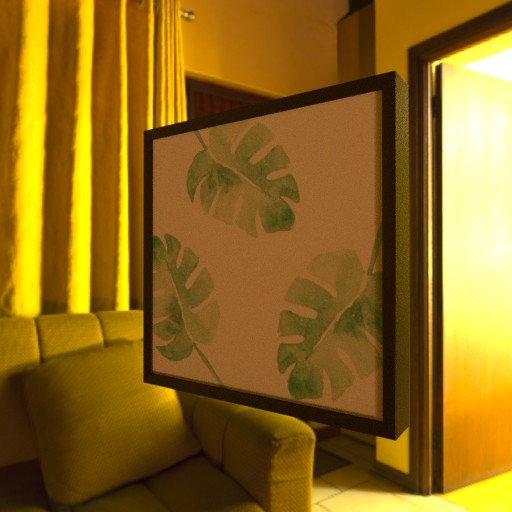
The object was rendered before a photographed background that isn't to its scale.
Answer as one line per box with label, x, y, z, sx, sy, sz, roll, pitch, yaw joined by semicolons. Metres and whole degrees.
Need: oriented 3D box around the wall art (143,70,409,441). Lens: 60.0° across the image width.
wall art;0.000;0.000;0.465;0.304;0.304;0.038;0;0;34
